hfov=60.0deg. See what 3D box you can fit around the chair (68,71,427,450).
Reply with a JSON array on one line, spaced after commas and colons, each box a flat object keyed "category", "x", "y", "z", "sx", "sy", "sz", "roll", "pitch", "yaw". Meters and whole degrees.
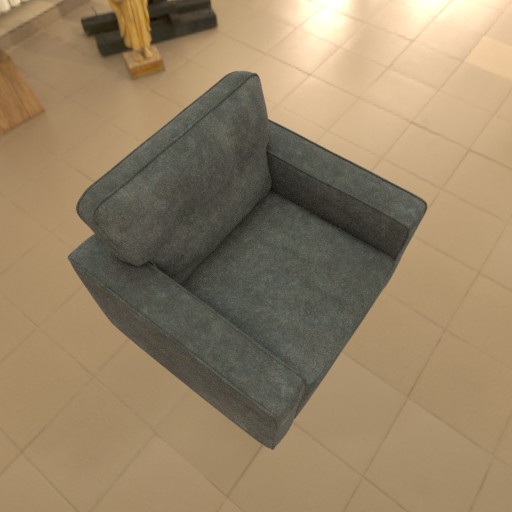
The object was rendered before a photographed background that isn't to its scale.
[{"category": "chair", "x": 0.000, "y": 0.000, "z": 1.751, "sx": 0.939, "sy": 0.965, "sz": 1.015, "roll": 33, "pitch": 64, "yaw": 18}]
